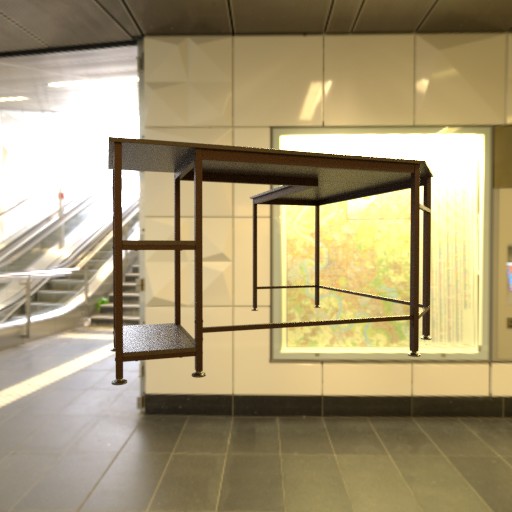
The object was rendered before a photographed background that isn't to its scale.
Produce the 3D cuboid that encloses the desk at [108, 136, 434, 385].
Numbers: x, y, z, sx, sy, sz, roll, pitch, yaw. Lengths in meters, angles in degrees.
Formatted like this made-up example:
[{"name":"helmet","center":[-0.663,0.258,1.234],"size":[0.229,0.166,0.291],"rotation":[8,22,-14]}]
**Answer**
[{"name":"desk","center":[0.000,0.000,2.182],"size":[1.379,0.739,1.379],"rotation":[0,1,-19]}]
